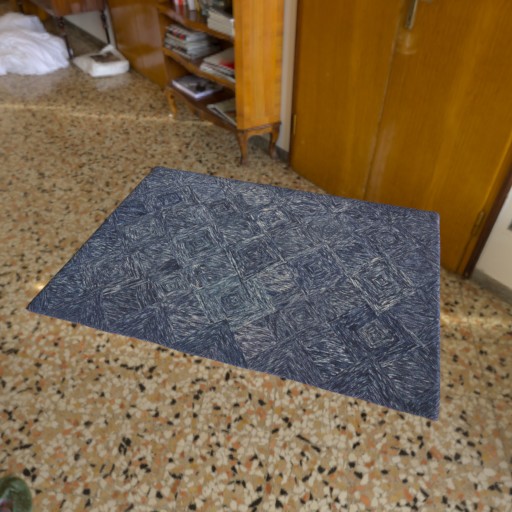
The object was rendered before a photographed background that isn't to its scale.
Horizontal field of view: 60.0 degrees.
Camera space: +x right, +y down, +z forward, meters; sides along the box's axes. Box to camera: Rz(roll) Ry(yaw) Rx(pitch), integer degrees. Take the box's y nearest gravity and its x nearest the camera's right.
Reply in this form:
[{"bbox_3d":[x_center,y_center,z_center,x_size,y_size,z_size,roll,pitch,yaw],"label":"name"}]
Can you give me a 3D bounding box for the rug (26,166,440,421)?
[{"bbox_3d":[0.000,0.000,4.089,3.245,0.024,2.385,12,43,13],"label":"rug"}]
